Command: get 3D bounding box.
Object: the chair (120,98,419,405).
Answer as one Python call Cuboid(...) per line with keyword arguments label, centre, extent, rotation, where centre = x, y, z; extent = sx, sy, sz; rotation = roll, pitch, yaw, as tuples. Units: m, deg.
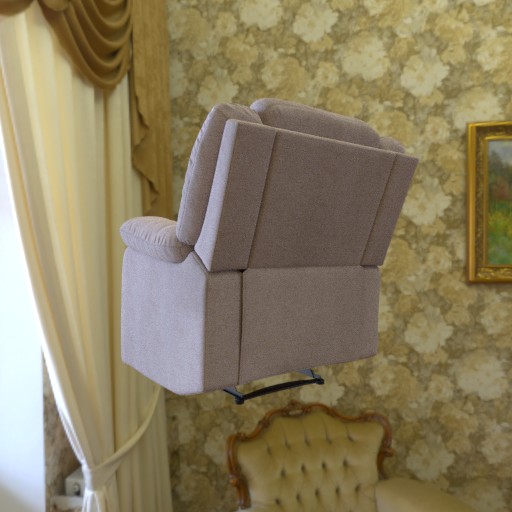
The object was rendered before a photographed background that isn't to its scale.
Cuboid(label="chair", centre=(0.000, 0.000, 1.766), extent=(0.899, 1.008, 0.944), rotation=(-1, 1, -36))
